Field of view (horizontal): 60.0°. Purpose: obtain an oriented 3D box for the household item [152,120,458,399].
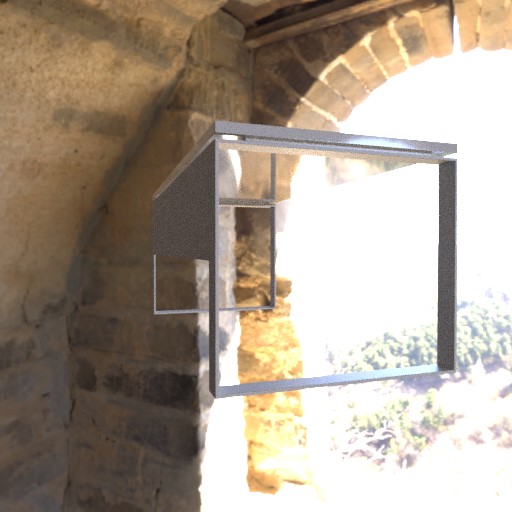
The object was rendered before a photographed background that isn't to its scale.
[{"bbox_3d":[0.000,0.000,2.109,0.800,0.745,1.700,0,1,-19],"label":"household item"}]
